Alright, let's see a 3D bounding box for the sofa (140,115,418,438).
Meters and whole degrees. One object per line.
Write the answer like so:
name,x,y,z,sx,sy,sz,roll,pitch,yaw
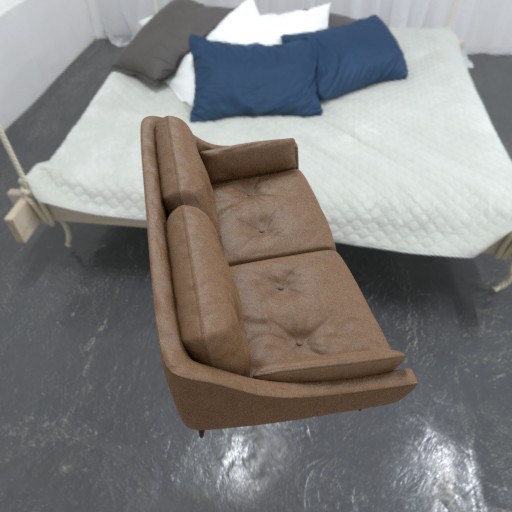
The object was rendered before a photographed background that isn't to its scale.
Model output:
sofa,0.000,0.000,2.274,0.981,0.886,1.731,-9,48,-9
